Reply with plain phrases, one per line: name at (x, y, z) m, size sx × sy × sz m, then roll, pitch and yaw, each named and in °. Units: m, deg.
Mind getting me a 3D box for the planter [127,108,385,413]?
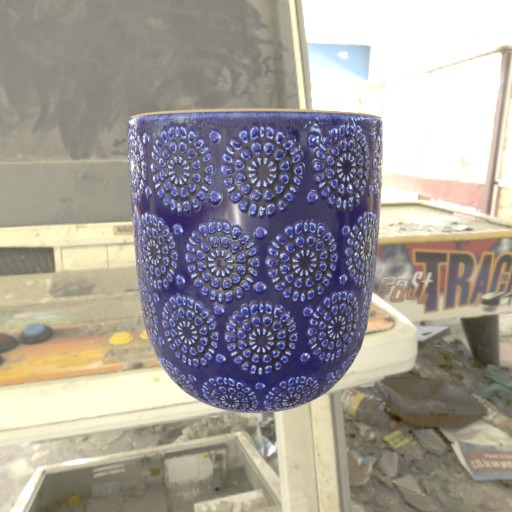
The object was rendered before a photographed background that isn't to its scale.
planter at (0.000, 0.000, 0.348) m, size 0.184 × 0.206 × 0.184 m, roll 0°, pitch 14°, yaw 0°
